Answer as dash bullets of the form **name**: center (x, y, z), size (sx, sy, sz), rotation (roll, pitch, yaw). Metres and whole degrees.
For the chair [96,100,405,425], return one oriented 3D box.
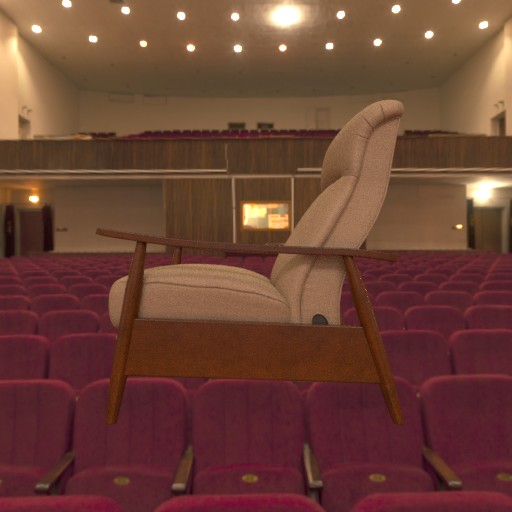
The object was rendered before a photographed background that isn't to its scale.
- **chair**: center (0.000, 0.000, 1.788), size (1.030, 1.082, 0.762), rotation (0, 0, 0)
